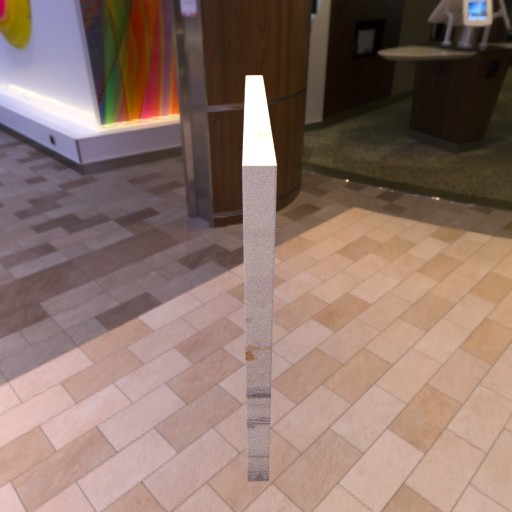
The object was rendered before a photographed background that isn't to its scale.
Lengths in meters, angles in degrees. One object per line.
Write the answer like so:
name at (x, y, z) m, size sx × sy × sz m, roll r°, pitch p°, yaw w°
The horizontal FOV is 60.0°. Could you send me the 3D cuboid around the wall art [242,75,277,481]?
wall art at (0.000, 0.000, 0.928) m, size 0.040 × 0.613 × 0.611 m, roll 0°, pitch 31°, yaw -1°
